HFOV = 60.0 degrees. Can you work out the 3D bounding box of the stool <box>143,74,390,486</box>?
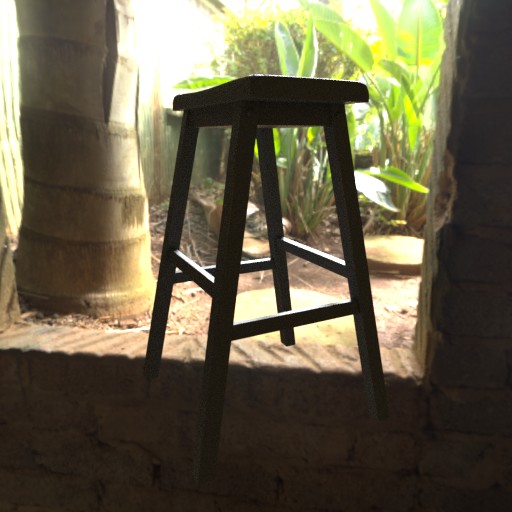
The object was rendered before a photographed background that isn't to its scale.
[{"bbox_3d":[0.000,0.000,1.044,0.476,0.737,0.457,-7,17,-26],"label":"stool"}]
